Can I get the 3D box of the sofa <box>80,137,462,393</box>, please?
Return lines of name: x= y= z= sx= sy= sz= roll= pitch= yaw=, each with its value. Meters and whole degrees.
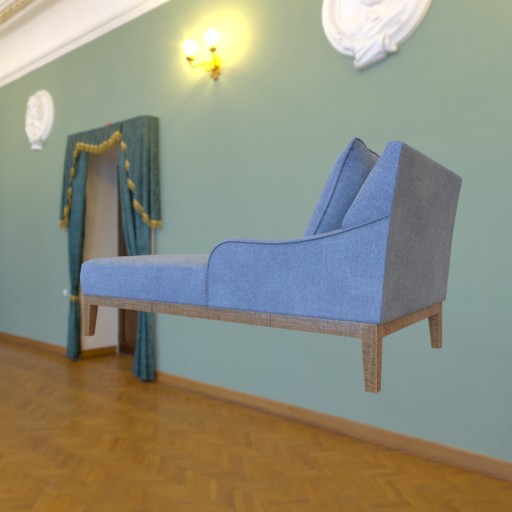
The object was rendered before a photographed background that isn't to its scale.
sofa: x=0.000 y=0.000 z=2.271 sx=1.779 sy=0.883 sz=0.904 roll=1 pitch=1 yaw=36
